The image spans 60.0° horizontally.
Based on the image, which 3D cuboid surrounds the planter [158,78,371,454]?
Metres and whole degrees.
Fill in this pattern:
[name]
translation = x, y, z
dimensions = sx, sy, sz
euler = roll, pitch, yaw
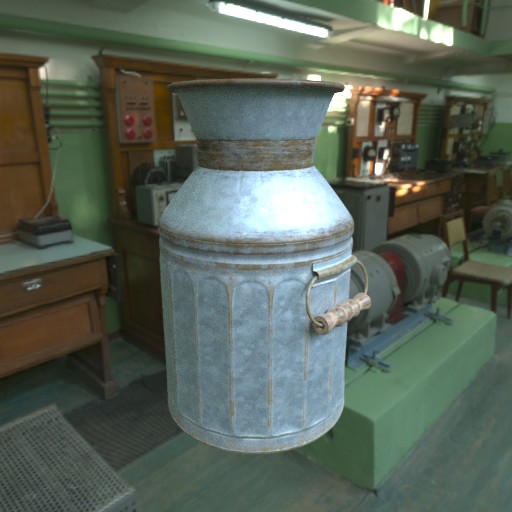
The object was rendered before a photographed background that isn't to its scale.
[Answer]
[planter]
translation = 0.000, 0.000, 0.498
dimensions = 0.248, 0.358, 0.215
euler = 15, 23, 40
